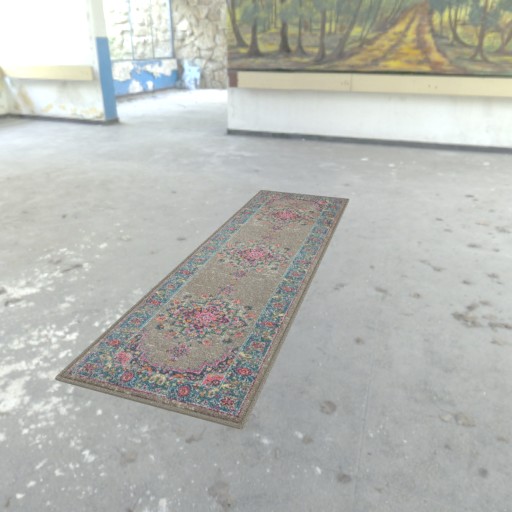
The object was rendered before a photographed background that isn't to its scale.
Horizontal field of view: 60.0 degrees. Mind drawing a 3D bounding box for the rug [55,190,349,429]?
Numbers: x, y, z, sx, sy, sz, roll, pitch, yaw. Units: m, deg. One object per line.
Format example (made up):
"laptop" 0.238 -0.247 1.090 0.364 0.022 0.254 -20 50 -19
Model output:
"rug" 0.000 0.000 1.913 0.553 0.012 1.827 8 27 17
